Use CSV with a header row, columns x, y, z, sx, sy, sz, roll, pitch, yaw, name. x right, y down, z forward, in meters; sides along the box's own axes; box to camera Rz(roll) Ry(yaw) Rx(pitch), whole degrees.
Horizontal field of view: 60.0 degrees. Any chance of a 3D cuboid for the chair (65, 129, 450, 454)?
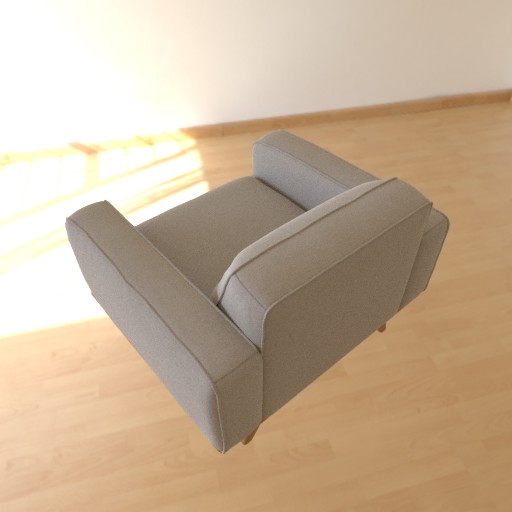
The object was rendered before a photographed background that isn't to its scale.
x,y,z,sx,sy,sz,roll,pitch,yaw,name
0.000,0.000,1.735,1.115,0.779,0.953,-30,51,-28,chair
